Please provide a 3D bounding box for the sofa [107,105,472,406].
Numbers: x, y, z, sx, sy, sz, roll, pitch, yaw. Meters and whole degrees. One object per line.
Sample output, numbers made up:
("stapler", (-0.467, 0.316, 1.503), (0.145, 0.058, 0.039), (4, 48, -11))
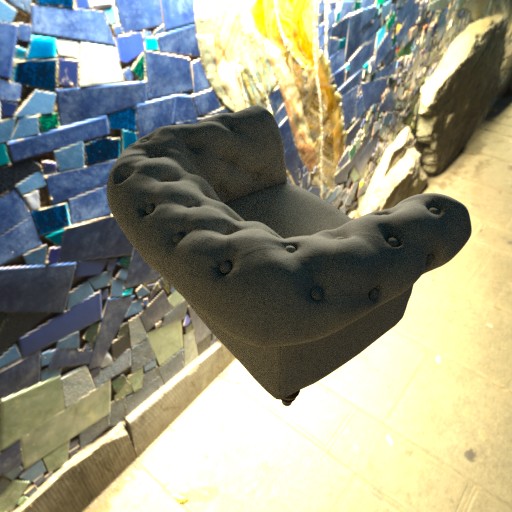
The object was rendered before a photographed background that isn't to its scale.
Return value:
("sofa", (0.000, 0.000, 2.020), (1.034, 0.878, 1.405), (-25, 46, -28))
